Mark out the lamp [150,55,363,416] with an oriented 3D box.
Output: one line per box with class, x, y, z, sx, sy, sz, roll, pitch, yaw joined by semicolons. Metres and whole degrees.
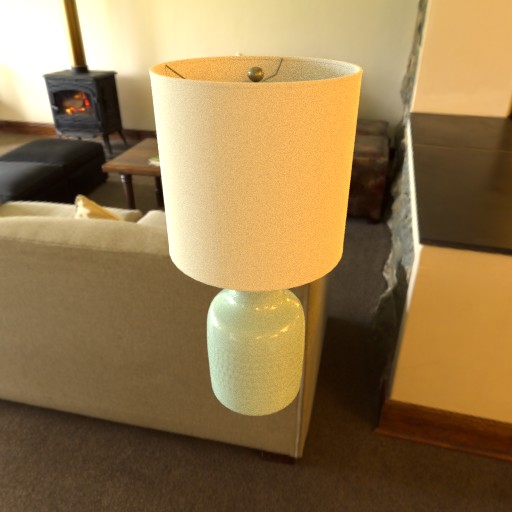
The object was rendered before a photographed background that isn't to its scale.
lamp;0.000;0.000;1.101;0.418;0.871;0.418;-18;35;-29
